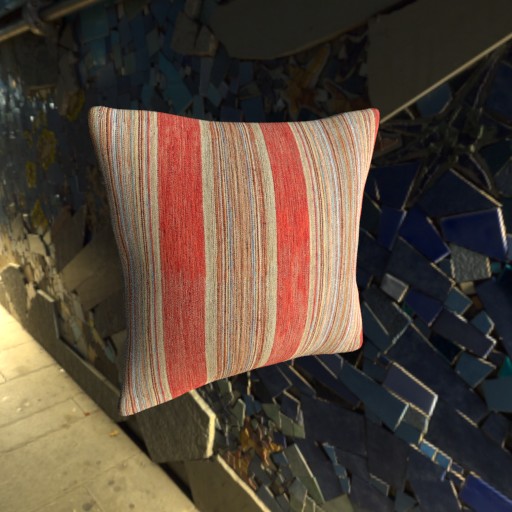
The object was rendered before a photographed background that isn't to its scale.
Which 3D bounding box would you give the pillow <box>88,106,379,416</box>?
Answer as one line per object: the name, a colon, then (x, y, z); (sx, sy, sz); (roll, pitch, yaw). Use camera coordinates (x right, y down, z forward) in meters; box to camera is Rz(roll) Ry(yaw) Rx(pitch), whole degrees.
pillow: (0.000, 0.000, 0.657); (0.437, 0.419, 0.136); (-9, 20, -26)
